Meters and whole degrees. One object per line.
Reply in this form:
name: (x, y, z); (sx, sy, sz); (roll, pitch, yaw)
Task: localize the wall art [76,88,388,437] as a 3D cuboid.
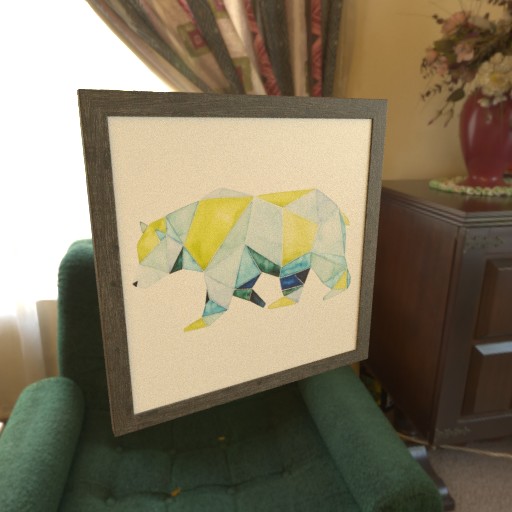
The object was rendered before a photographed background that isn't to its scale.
wall art: (0.000, 0.000, 0.673); (0.462, 0.459, 0.027); (-9, 18, -27)
